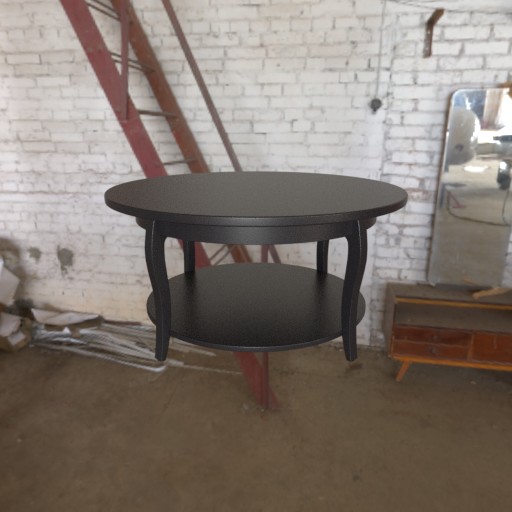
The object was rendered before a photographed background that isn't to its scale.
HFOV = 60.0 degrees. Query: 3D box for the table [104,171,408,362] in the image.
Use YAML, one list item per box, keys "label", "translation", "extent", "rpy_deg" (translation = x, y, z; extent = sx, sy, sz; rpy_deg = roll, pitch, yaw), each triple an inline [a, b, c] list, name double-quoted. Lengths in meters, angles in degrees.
- label: "table"
  translation: [0.000, 0.000, 1.469]
  extent: [0.914, 0.457, 0.914]
  rpy_deg: [0, 17, 0]
